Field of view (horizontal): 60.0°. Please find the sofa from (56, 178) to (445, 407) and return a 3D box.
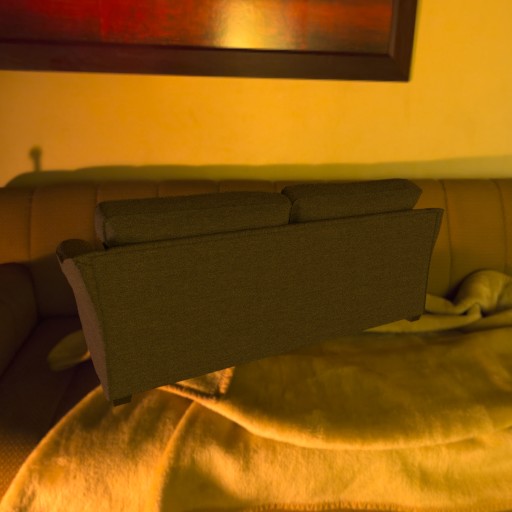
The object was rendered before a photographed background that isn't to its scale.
[{"bbox_3d":[0.000,0.000,2.786,2.270,0.950,0.971,-9,19,-27],"label":"sofa"}]
